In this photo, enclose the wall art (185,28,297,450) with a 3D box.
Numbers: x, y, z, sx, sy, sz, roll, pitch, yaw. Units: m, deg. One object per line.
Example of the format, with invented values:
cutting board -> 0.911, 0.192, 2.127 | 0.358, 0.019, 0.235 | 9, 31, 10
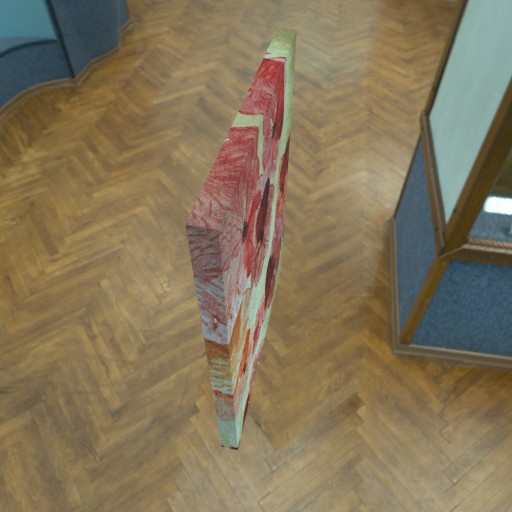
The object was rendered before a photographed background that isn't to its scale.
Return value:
wall art -> 0.000, 0.000, 0.675 | 0.028, 0.508, 0.406 | 9, 49, 8
